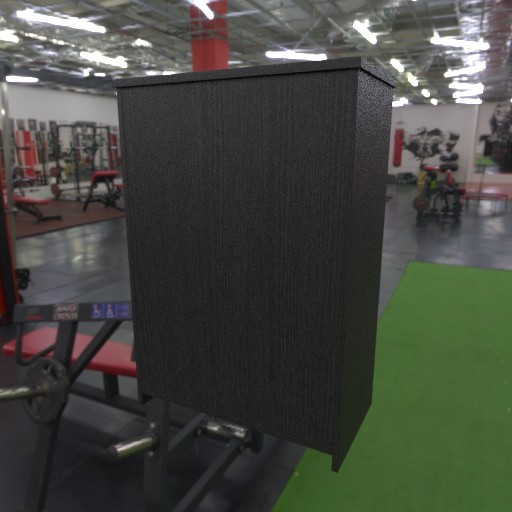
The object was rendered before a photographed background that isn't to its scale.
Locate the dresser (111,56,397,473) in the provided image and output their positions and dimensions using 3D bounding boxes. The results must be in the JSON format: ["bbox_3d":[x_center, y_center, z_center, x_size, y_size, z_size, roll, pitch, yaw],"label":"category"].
[{"bbox_3d":[0.000,0.000,1.370,0.704,1.020,0.399,7,16,27],"label":"dresser"}]
